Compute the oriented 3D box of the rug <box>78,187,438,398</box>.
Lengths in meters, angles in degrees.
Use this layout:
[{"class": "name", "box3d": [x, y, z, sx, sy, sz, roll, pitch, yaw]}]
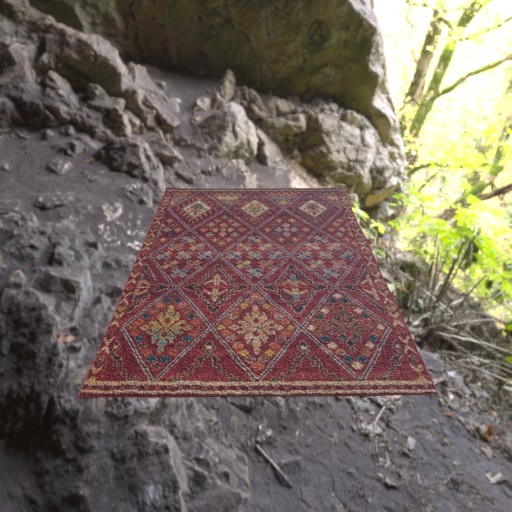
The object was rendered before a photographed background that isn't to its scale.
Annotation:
[{"class": "rug", "box3d": [0.000, 0.000, 2.836, 1.521, 0.026, 2.286, 0, 31, 0]}]
